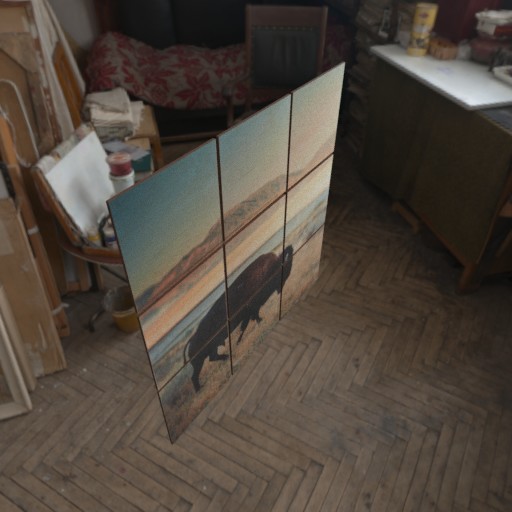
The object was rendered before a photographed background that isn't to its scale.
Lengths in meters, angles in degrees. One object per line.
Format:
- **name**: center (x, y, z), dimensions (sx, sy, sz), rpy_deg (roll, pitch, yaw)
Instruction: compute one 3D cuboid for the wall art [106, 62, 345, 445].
- **wall art**: center (0.000, 0.000, 2.291), dimensions (0.019, 1.532, 1.533), rpy_deg (25, 47, 26)
